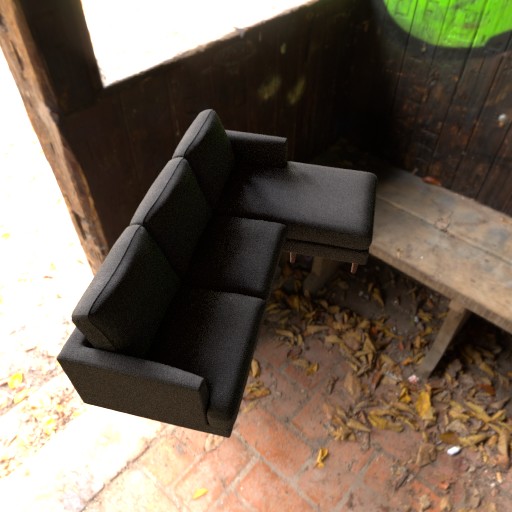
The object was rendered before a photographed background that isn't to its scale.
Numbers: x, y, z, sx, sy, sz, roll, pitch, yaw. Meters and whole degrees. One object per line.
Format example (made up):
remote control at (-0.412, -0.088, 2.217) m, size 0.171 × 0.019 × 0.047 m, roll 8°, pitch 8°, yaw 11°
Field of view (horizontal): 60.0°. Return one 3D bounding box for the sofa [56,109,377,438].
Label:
sofa at (0.000, 0.000, 2.944) m, size 1.504 × 0.956 × 2.233 m, roll 10°, pitch 47°, yaw 9°
